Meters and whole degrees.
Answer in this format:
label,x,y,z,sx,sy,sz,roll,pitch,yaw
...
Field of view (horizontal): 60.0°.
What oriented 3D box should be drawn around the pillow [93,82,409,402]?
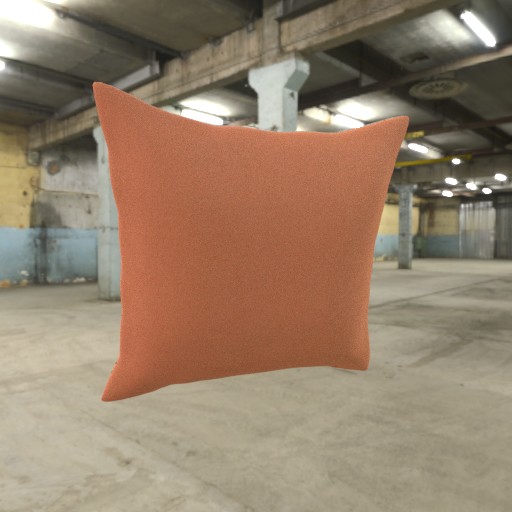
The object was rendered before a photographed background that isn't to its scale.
label,x,y,z,sx,sy,sz,roll,pitch,yaw
pillow,0.000,0.000,0.667,0.453,0.430,0.200,0,1,-18
